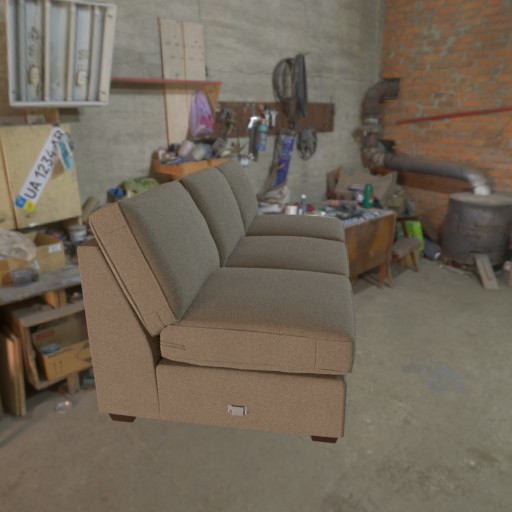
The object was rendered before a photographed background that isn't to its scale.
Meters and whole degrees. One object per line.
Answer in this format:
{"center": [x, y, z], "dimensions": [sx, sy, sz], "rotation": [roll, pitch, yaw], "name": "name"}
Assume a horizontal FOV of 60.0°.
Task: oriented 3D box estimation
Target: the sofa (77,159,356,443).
{"center": [0.000, 0.000, 2.718], "dimensions": [1.127, 1.036, 2.092], "rotation": [3, 18, 9], "name": "sofa"}
